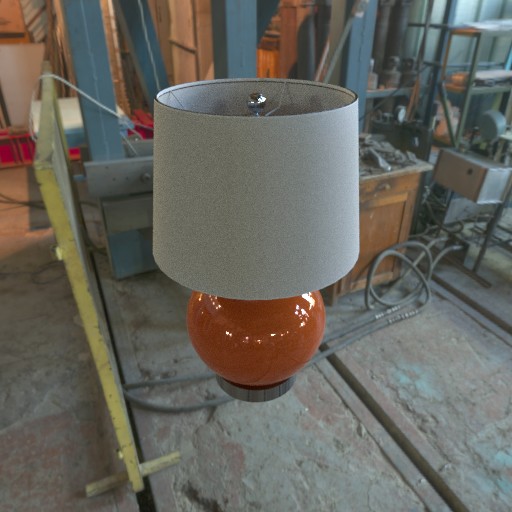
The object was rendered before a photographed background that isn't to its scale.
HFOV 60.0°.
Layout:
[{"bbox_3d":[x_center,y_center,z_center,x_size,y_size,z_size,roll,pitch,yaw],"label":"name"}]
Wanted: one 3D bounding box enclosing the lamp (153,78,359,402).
[{"bbox_3d":[0.000,0.000,0.551,0.247,0.387,0.247,0,30,0],"label":"lamp"}]
